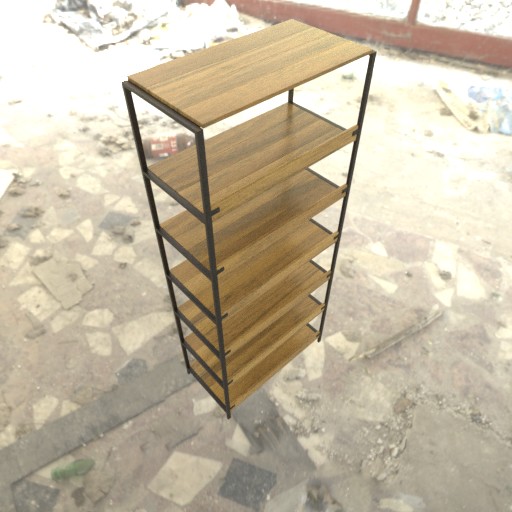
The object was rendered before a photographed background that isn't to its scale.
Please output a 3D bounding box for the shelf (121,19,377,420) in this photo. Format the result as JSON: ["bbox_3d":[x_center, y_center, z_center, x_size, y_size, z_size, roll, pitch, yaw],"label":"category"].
[{"bbox_3d":[0.000,0.000,2.313,0.847,2.015,0.431,-33,55,-27],"label":"shelf"}]
